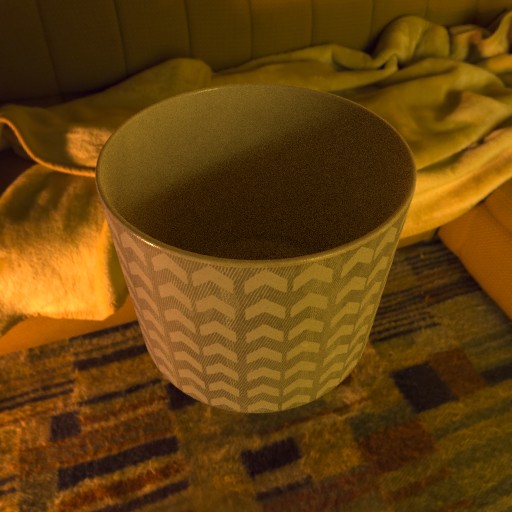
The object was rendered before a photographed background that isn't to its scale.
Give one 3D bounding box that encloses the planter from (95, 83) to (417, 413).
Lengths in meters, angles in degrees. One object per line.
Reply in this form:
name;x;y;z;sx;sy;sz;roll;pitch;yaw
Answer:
planter;0.000;0.000;0.439;0.250;0.239;0.250;0;45;0
